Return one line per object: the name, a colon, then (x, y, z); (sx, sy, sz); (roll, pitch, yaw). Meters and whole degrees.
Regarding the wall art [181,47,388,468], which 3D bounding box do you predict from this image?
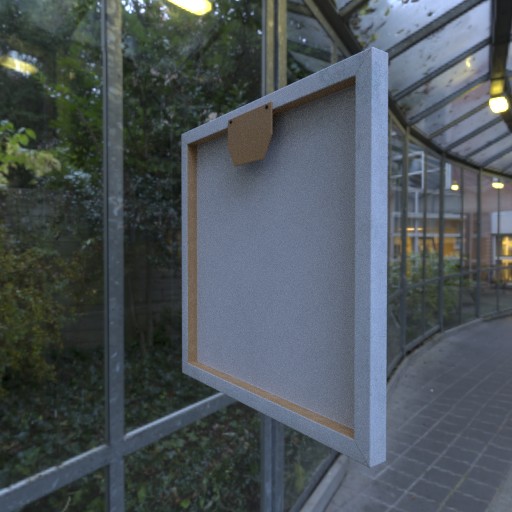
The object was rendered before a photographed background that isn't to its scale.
wall art: (0.000, 0.000, 0.889); (0.044, 0.605, 0.605); (-1, 1, -36)
